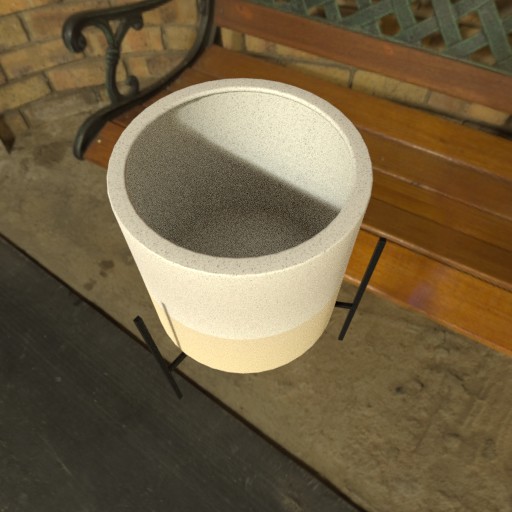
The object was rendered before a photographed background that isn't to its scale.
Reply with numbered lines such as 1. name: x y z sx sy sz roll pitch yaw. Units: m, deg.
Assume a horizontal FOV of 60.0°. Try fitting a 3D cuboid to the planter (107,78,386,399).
1. planter: 0.000 0.000 0.554 0.267 0.362 0.263 -2 58 -1
